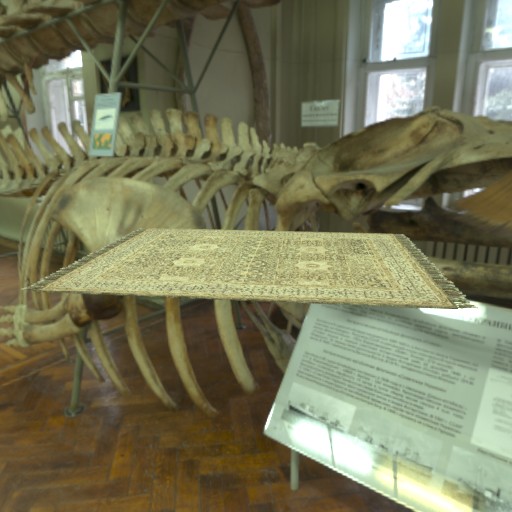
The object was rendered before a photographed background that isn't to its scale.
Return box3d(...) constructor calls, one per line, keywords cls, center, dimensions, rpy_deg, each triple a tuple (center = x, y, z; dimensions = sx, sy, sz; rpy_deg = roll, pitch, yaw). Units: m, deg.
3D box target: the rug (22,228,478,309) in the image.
box3d(cls="rug", center=(0.000, 0.000, 4.307), dimensions=(3.291, 0.017, 2.431), rpy_deg=(2, 15, 7))
